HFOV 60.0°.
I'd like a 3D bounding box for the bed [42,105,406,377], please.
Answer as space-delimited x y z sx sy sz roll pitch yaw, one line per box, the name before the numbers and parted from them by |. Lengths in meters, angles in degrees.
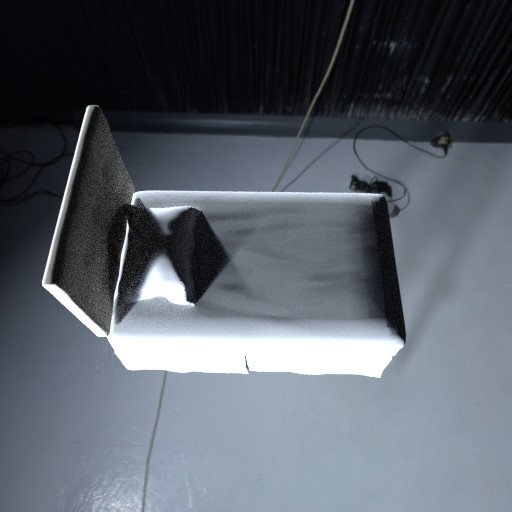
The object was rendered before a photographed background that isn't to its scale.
bed | 0.000 0.000 2.981 1.997 1.571 1.261 1 63 0
